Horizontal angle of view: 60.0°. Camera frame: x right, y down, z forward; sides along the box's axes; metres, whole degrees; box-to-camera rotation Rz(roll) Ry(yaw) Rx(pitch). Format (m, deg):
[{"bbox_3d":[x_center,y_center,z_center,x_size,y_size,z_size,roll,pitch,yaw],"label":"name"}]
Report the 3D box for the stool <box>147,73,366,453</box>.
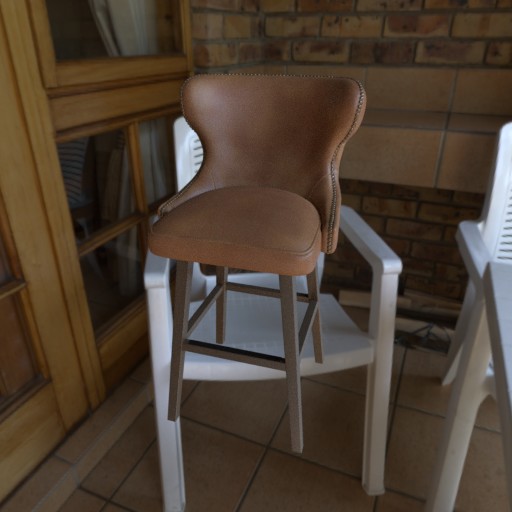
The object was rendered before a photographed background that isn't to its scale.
[{"bbox_3d":[0.000,0.000,1.474,0.591,1.087,0.606,8,28,15],"label":"stool"}]
